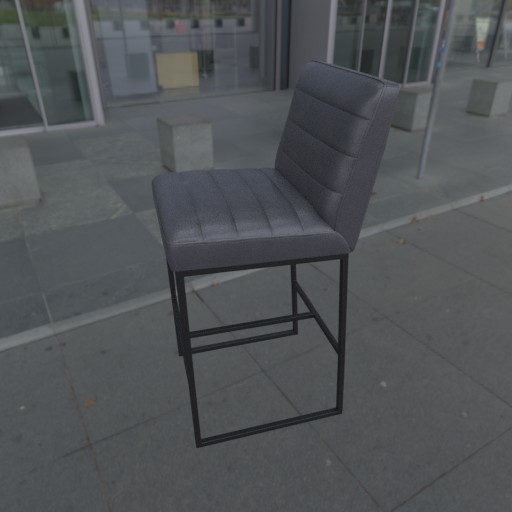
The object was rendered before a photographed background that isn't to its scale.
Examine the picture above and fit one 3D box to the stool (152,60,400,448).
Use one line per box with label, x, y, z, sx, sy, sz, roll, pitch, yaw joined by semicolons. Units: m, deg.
stool;0.000;0.000;1.339;0.552;1.040;0.457;-8;31;-14
